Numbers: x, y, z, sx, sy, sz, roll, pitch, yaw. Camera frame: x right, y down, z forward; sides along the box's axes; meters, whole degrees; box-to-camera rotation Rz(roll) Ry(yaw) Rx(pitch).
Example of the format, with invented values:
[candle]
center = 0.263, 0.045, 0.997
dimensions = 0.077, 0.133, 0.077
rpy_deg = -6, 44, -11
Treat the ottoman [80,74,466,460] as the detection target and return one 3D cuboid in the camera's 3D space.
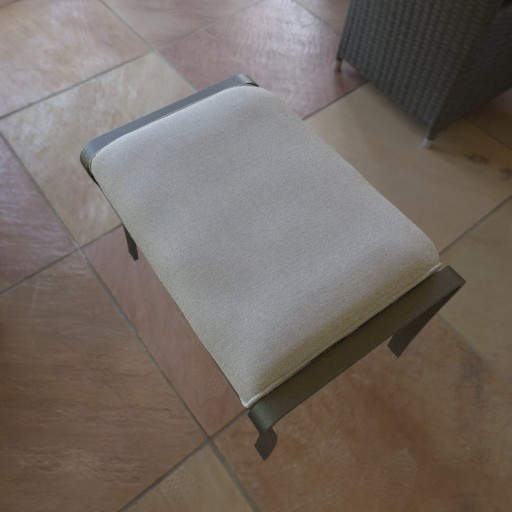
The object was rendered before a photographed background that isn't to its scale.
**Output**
[ottoman]
center = 0.000, 0.000, 0.906
dimensions = 0.406, 0.422, 0.610
rpy_deg = -31, 64, -17
